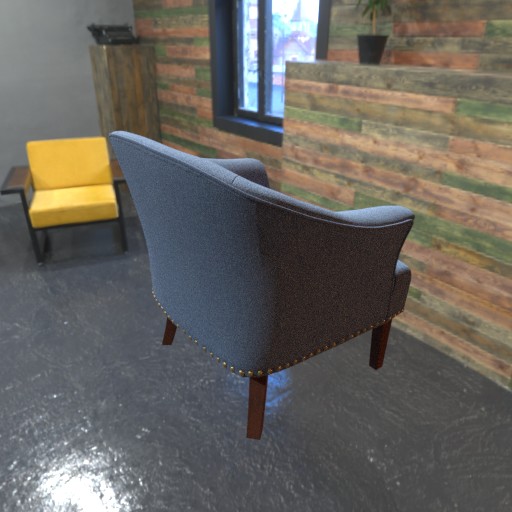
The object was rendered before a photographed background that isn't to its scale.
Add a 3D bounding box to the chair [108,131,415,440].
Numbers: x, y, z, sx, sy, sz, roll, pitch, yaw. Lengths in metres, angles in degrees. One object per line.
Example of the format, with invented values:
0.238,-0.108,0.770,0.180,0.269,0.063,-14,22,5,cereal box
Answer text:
0.000,0.000,1.407,0.704,0.815,0.772,-18,32,-32,chair
